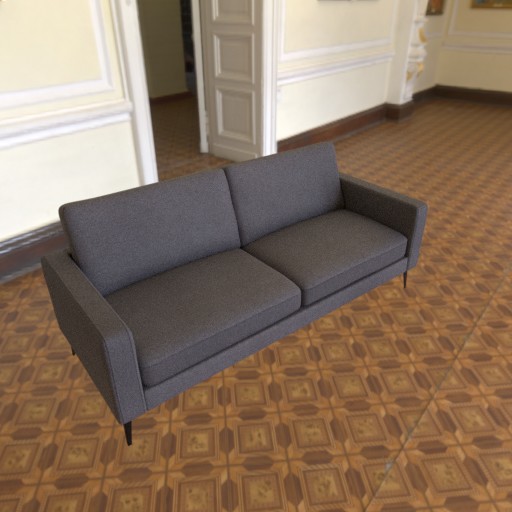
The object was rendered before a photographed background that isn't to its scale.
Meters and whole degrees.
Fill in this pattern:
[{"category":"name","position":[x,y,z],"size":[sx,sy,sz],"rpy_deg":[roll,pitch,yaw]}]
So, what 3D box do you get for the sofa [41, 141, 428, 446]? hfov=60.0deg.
[{"category":"sofa","position":[0.000,0.000,2.352],"size":[1.925,0.828,0.774],"rpy_deg":[-21,36,-32]}]
